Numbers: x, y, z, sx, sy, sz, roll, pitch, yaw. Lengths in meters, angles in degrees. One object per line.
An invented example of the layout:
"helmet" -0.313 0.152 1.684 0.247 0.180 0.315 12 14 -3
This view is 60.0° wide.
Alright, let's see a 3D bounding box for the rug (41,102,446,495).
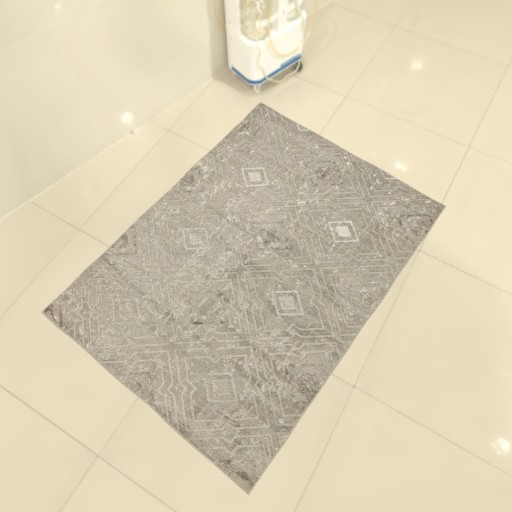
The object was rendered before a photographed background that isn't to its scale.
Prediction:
"rug" 0.000 0.000 4.358 2.448 0.020 3.359 34 68 16
